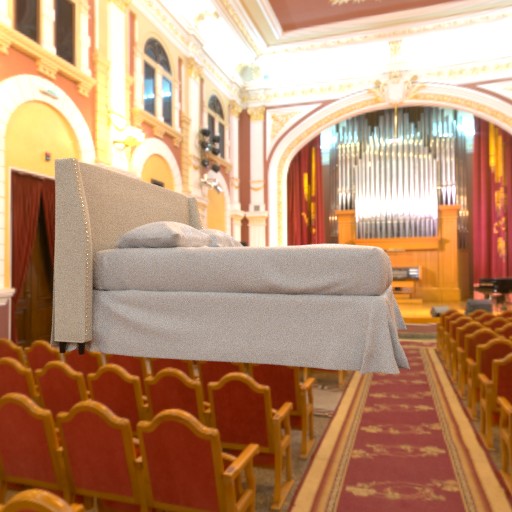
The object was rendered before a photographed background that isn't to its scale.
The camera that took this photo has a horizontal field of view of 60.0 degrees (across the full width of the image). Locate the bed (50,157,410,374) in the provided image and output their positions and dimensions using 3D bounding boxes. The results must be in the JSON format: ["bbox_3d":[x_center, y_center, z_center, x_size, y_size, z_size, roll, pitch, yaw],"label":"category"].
[{"bbox_3d":[0.000,0.000,3.520,2.276,1.332,1.925,0,-1,18],"label":"bed"}]
